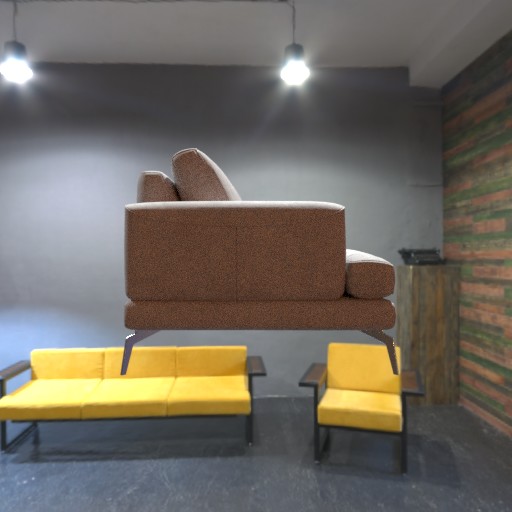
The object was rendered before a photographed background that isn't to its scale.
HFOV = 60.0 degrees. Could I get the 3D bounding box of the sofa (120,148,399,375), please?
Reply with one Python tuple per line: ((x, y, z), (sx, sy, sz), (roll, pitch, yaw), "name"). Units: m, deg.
((0.000, 0.000, 2.512), (0.980, 0.830, 2.013), (0, 0, 0), "sofa")
